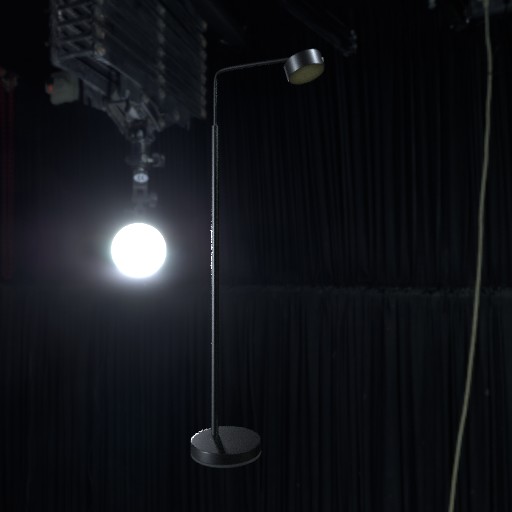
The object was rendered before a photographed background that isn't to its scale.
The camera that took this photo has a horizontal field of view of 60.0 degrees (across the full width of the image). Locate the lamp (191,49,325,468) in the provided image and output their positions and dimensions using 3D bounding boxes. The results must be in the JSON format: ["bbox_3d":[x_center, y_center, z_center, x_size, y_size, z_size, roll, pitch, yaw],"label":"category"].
[{"bbox_3d":[0.000,0.000,1.368,0.418,1.230,0.219,0,-1,19],"label":"lamp"}]
